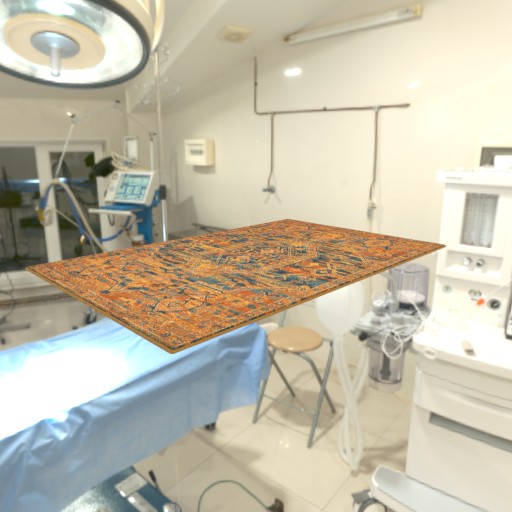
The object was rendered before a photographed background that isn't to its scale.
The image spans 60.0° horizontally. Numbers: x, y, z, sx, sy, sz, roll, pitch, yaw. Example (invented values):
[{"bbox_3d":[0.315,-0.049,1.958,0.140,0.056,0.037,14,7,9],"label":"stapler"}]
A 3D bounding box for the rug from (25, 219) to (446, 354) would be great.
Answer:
[{"bbox_3d":[0.000,0.000,1.066,0.863,0.008,0.557,-14,20,-43],"label":"rug"}]
